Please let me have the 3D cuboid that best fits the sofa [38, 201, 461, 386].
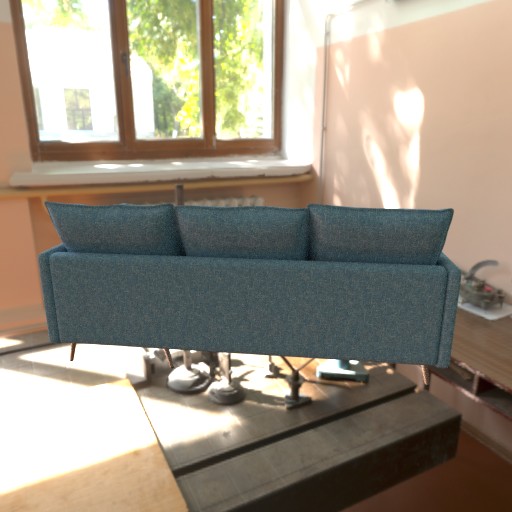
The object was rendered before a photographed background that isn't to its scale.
[{"bbox_3d":[0.000,0.000,2.808,2.034,0.899,1.420,2,16,7],"label":"sofa"}]
